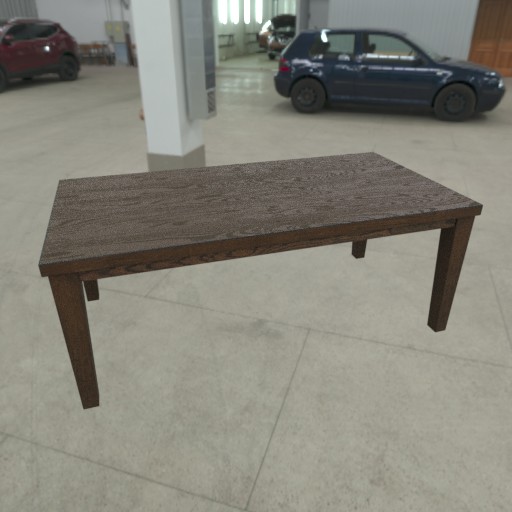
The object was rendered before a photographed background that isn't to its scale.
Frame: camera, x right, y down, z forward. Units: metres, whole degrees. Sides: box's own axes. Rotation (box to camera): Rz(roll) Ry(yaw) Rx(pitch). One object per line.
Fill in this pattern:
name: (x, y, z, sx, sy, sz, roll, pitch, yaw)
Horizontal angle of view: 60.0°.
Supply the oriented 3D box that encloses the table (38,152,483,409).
table: (0.000, 0.000, 2.480, 1.981, 0.762, 1.016, -8, 29, -15)
